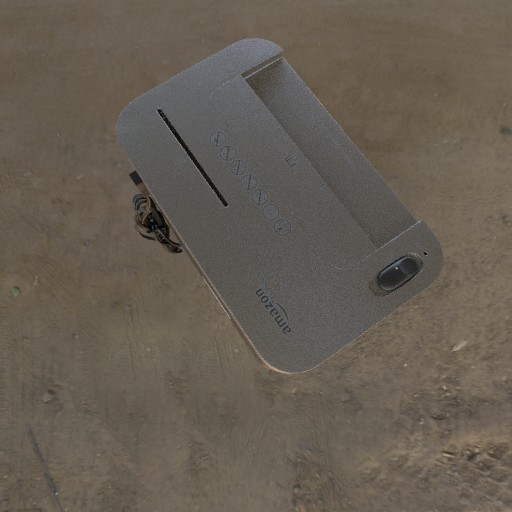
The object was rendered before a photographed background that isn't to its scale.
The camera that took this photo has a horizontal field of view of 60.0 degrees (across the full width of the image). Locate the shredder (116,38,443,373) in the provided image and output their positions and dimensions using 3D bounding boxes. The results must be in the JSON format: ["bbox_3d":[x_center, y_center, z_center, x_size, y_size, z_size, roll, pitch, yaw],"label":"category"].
[{"bbox_3d":[0.000,0.000,0.613,0.237,0.419,0.311,-33,77,-8],"label":"shredder"}]
